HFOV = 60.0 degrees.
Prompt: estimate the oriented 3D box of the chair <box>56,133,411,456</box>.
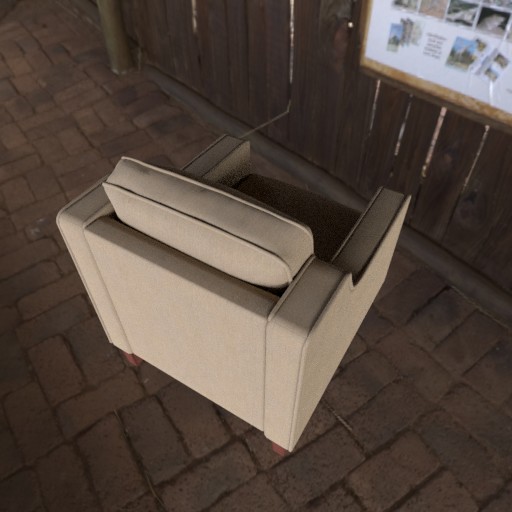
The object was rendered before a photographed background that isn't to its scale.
[{"bbox_3d":[0.000,0.000,1.653,0.831,0.960,0.909,24,51,21],"label":"chair"}]
